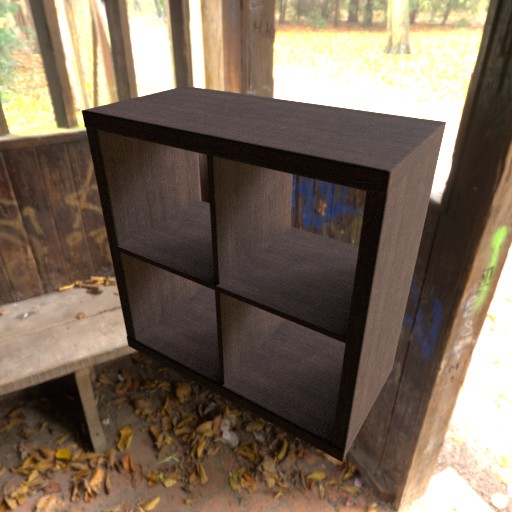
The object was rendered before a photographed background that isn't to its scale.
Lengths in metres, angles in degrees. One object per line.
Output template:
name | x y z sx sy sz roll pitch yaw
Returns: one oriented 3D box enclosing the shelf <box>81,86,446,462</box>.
shelf | 0.000 0.000 1.267 0.790 0.786 0.390 19 36 28
